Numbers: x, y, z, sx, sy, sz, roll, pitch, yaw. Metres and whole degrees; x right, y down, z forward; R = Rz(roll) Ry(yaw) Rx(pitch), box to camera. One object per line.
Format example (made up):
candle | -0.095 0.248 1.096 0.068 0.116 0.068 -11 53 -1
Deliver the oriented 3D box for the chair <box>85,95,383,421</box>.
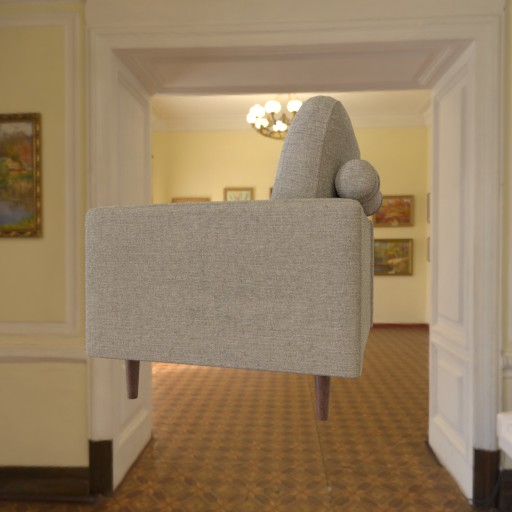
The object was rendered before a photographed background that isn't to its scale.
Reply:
chair | 0.000 0.000 1.545 0.843 0.880 0.821 0 1 17
